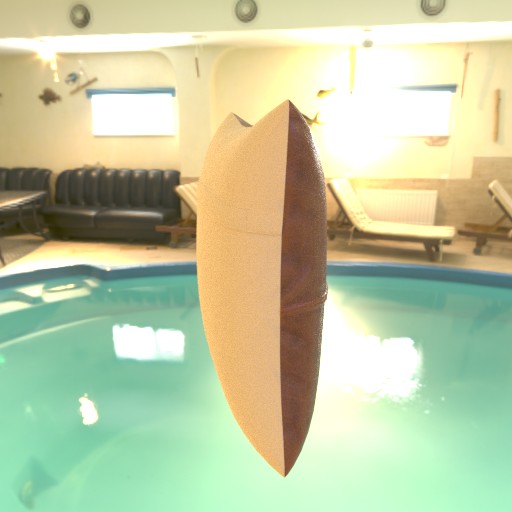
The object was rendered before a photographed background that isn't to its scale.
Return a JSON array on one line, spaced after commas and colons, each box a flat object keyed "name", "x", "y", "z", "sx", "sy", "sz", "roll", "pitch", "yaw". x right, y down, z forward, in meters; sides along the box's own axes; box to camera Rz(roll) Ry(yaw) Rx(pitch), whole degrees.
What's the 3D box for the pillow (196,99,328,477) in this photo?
[{"name": "pillow", "x": 0.000, "y": 0.000, "z": 0.731, "sx": 0.192, "sy": 0.470, "sz": 0.484, "roll": -3, "pitch": 16, "yaw": -10}]
